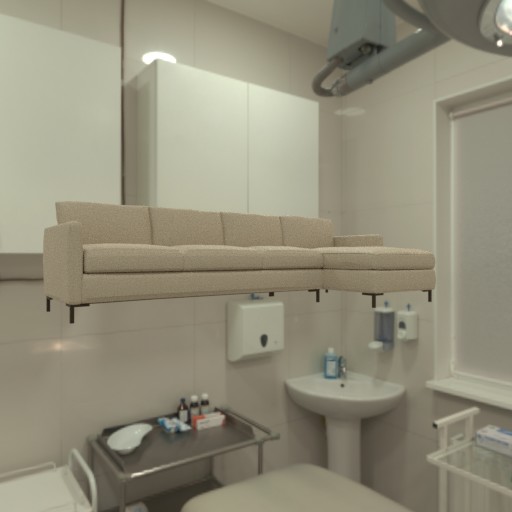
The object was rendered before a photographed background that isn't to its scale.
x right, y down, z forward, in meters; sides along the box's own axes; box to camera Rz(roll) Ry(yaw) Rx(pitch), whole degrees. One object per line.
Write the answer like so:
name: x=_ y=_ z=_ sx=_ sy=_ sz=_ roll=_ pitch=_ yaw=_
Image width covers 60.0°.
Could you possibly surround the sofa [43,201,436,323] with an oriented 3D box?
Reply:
sofa: x=0.000 y=0.000 z=3.298 sx=2.731 sy=0.755 sz=1.258 roll=0 pitch=0 yaw=-36
